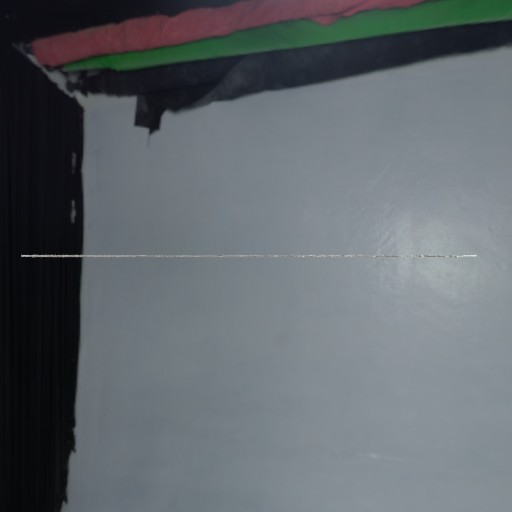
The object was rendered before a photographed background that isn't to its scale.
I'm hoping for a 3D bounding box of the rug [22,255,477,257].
[{"bbox_3d":[0.000,0.000,2.969,2.440,0.010,1.528,0,0,17],"label":"rug"}]
